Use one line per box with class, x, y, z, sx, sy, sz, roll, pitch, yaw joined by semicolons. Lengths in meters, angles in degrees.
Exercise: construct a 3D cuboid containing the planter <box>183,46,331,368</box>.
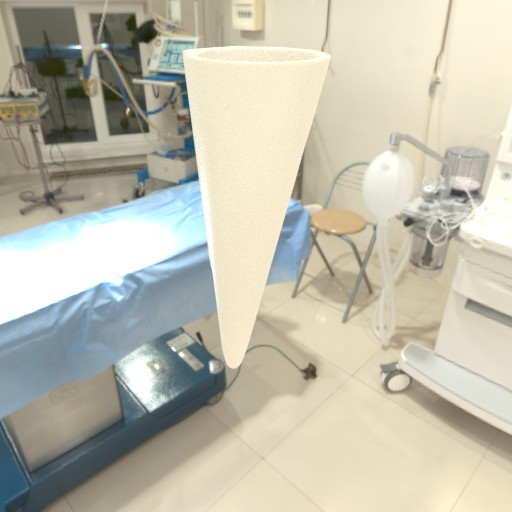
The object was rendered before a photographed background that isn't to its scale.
planter;0.000;0.000;0.231;0.057;0.193;0.064;-22;37;-33
